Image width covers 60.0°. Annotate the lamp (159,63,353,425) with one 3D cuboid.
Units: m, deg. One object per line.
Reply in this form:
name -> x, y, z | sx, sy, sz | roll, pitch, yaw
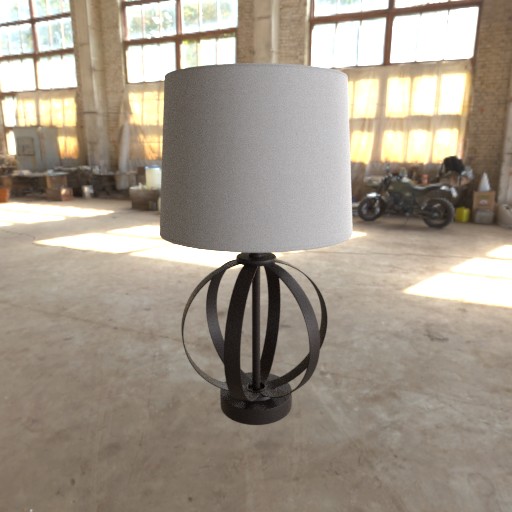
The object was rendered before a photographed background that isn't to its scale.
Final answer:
lamp -> 0.000, 0.000, 0.682 | 0.286, 0.510, 0.286 | 0, 14, 0
